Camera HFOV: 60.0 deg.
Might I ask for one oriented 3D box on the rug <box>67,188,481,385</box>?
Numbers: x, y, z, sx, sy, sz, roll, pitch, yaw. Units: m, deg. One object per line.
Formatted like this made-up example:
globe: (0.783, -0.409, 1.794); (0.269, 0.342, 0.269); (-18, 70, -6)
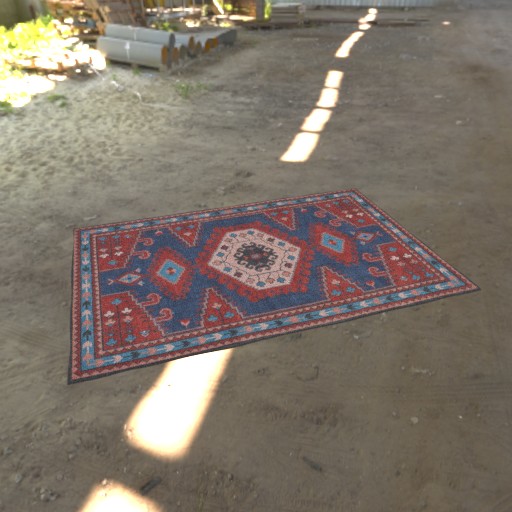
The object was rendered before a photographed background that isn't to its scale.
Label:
rug: (0.000, 0.000, 2.302); (1.820, 0.012, 1.207); (-10, 34, -15)
